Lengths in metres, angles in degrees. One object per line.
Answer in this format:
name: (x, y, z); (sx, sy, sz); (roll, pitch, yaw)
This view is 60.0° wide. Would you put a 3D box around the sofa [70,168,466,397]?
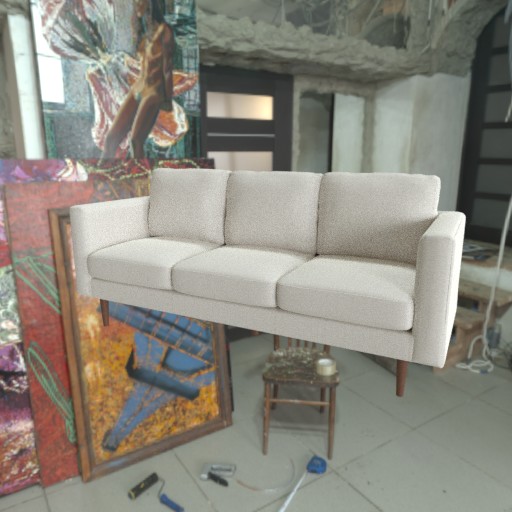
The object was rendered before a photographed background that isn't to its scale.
sofa: (0.000, 0.000, 2.440); (2.029, 0.912, 0.802); (7, 15, 27)
